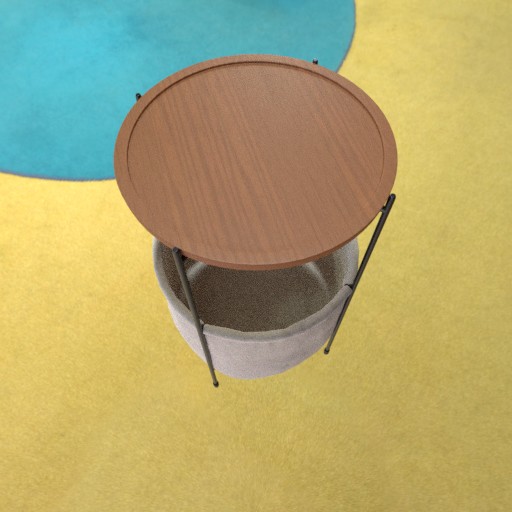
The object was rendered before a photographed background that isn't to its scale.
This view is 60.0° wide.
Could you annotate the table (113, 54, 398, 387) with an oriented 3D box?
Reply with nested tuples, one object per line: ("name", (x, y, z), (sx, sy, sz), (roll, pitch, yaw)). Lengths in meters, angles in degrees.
("table", (0.000, 0.000, 0.876), (0.393, 0.623, 0.393), (-14, 61, -8))
